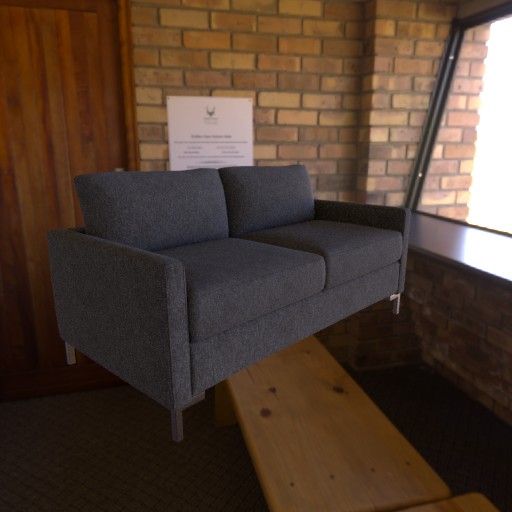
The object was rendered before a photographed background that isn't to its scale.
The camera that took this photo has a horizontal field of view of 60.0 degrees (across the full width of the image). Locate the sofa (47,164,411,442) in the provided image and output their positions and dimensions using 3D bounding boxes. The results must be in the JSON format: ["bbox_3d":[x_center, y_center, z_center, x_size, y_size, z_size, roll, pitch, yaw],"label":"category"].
[{"bbox_3d":[0.000,0.000,2.226,0.866,0.862,1.716,13,19,42],"label":"sofa"}]
